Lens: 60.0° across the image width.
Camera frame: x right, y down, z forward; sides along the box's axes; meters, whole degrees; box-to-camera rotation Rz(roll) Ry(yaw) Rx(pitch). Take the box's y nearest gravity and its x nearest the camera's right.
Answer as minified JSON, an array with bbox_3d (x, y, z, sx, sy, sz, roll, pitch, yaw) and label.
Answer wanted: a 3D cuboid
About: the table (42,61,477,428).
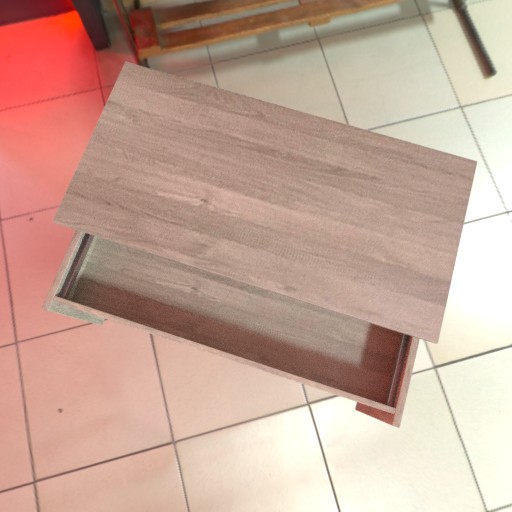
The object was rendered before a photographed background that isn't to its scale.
[{"bbox_3d":[0.000,0.000,1.400,1.000,0.570,0.712,17,77,4],"label":"table"}]
